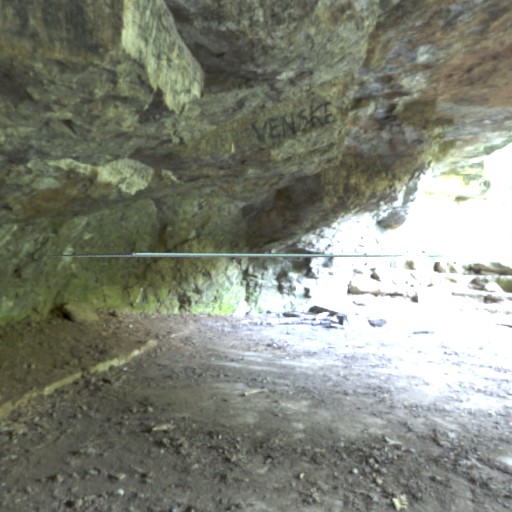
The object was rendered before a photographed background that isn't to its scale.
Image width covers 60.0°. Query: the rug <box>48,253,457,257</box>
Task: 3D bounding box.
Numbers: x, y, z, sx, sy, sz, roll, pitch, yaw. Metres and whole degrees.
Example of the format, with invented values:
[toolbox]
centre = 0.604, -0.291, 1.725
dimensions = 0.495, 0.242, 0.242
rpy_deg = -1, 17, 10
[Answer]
[rug]
centre = 0.000, 0.000, 2.942
dimensions = 2.284, 0.008, 1.522
rpy_deg = 0, 0, -36
